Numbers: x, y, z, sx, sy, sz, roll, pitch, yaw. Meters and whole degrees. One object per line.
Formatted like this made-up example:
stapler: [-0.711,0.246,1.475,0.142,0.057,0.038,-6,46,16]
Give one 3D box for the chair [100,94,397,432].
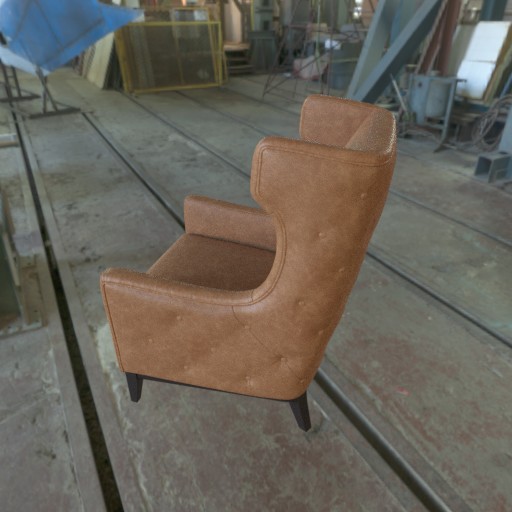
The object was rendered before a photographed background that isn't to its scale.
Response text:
chair: [0.000,0.000,1.680,0.899,1.079,0.766,8,31,14]
